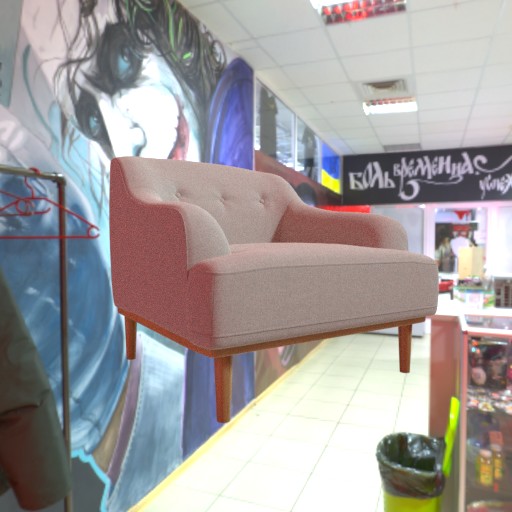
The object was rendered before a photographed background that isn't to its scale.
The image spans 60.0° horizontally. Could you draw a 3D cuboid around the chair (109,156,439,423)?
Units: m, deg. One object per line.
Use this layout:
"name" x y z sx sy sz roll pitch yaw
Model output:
"chair" 0.000 0.000 1.659 0.946 0.818 0.951 -1 2 -35
